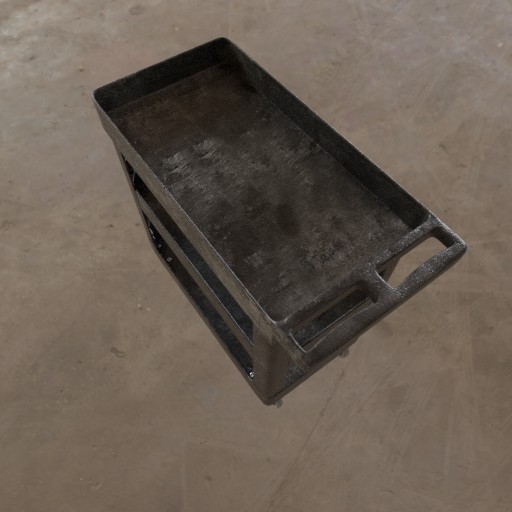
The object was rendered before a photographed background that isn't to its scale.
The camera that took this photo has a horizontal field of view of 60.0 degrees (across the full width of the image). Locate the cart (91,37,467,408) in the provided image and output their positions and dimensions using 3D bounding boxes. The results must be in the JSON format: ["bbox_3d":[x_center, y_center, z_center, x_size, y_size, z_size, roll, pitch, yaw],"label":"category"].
[{"bbox_3d":[0.000,0.000,1.344,0.420,0.824,0.877,-32,64,-18],"label":"cart"}]
